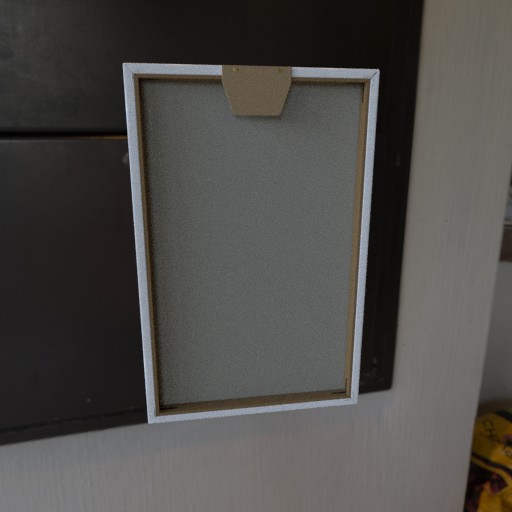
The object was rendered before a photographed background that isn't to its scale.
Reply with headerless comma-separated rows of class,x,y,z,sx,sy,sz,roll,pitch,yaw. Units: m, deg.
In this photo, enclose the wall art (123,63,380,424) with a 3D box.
wall art,0.000,0.000,1.157,0.602,0.916,0.048,-2,15,-9
